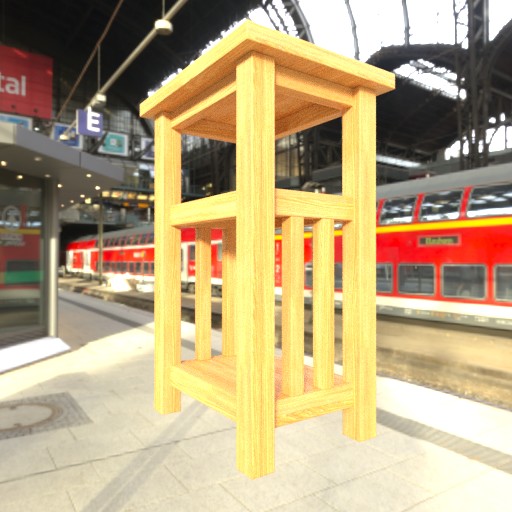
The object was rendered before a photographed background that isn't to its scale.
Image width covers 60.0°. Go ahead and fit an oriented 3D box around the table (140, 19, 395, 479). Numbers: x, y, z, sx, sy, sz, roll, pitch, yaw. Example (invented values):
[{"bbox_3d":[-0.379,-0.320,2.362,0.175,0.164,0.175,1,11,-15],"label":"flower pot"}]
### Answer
[{"bbox_3d":[0.000,0.000,0.735,0.270,0.550,0.350,0,0,-35],"label":"table"}]
